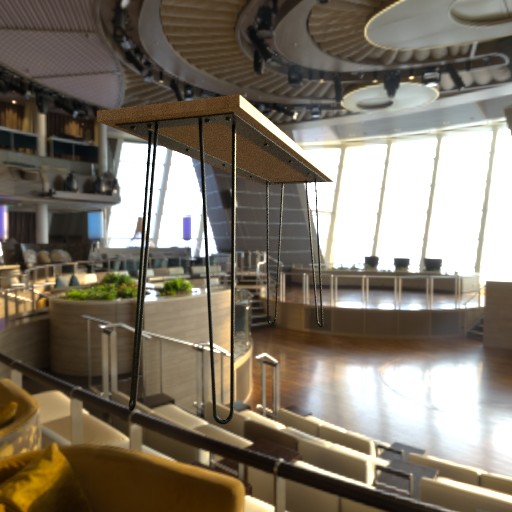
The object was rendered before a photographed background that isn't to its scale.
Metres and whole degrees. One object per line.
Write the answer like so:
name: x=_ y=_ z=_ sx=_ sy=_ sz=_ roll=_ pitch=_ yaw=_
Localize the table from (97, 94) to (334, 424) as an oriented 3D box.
table: x=0.000 y=0.000 z=1.764 sx=0.399 sy=0.799 sz=1.400 roll=1 pitch=2 yaw=19
